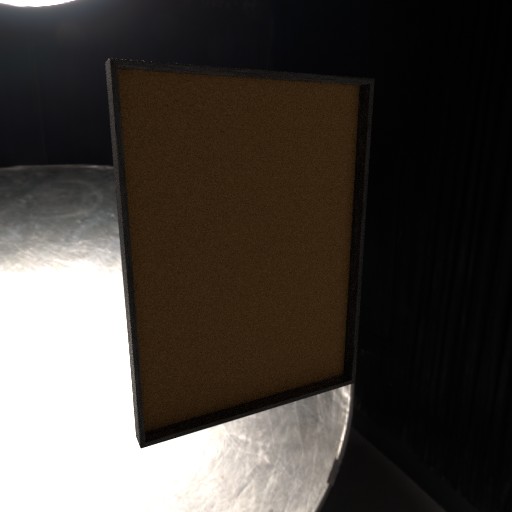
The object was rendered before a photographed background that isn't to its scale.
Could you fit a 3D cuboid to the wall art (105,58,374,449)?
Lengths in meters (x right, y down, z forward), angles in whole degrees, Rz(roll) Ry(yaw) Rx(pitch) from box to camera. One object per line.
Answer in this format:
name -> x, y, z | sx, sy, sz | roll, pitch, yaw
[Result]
wall art -> 0.000, 0.000, 1.310 | 0.762, 1.016, 0.063 | -7, 17, -26
